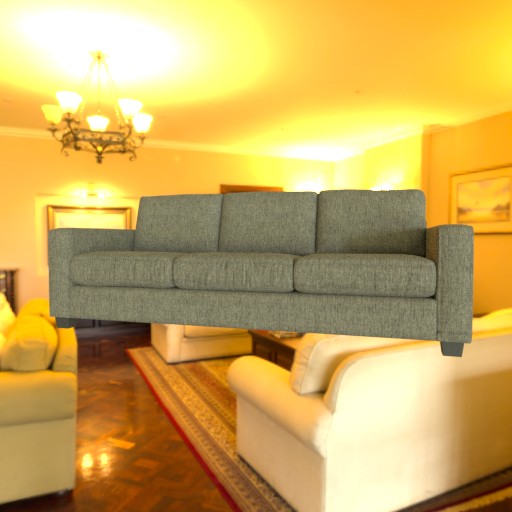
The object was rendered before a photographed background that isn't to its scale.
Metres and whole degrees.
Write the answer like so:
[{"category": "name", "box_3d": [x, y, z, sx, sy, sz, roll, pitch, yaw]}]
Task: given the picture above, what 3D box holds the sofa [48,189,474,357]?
[{"category": "sofa", "box_3d": [0.000, 0.000, 2.559, 2.160, 0.800, 0.900, 1, 2, 17]}]
